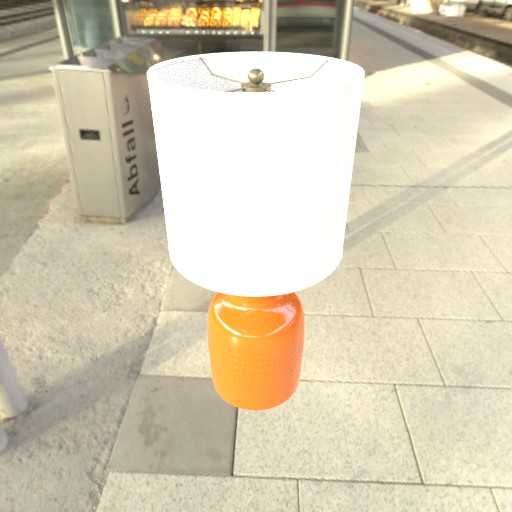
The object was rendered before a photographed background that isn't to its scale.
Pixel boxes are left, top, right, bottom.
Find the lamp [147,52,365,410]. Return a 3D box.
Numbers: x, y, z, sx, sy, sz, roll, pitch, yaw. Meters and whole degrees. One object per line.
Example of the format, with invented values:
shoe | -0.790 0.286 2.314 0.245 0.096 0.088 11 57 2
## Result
lamp | 0.000 0.000 1.101 0.418 0.871 0.418 0 33 0
